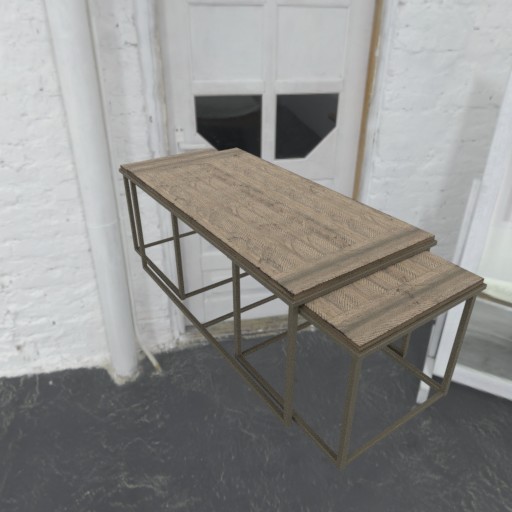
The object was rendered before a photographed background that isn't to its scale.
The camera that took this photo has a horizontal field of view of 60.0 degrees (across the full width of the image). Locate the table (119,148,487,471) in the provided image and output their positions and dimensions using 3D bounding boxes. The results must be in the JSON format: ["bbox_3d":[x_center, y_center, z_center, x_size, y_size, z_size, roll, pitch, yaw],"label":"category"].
[{"bbox_3d":[0.000,0.000,1.497,0.489,0.427,1.312,-19,35,-30],"label":"table"}]
